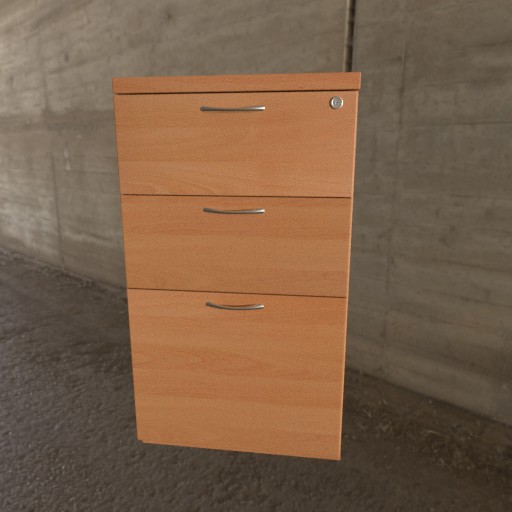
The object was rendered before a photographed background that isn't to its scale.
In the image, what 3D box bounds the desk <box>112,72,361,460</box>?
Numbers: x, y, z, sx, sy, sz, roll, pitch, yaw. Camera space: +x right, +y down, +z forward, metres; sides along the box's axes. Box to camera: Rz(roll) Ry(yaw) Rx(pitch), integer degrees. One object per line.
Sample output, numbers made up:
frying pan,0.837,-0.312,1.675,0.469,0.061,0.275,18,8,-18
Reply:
desk,0.000,0.000,1.069,0.404,0.730,0.600,2,14,8
